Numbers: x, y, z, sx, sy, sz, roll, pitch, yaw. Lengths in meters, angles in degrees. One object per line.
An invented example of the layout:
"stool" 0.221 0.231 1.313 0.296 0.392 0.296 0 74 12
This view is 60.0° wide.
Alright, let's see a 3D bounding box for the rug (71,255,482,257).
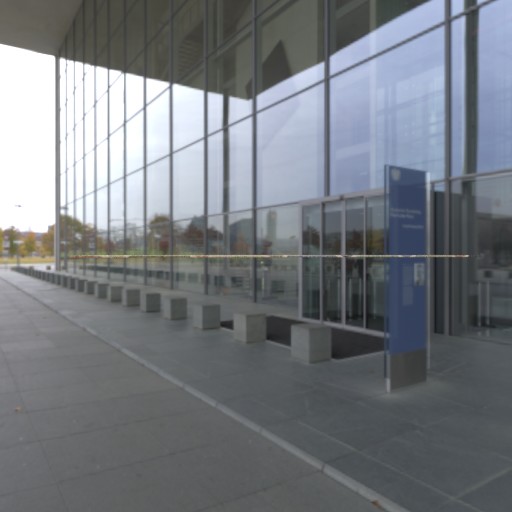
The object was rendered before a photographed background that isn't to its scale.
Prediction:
"rug" 0.000 0.000 4.353 3.200 0.013 2.439 0 0 -18
